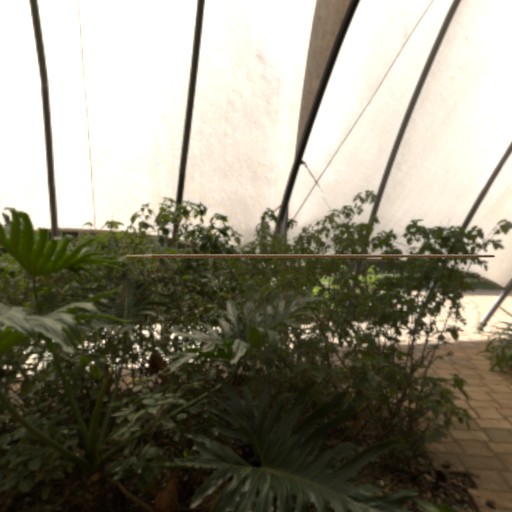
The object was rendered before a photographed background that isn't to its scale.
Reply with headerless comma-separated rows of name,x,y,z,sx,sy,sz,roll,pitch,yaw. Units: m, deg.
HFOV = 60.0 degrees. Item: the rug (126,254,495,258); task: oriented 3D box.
rug,0.000,0.000,2.274,1.219,0.010,1.829,0,0,-18
